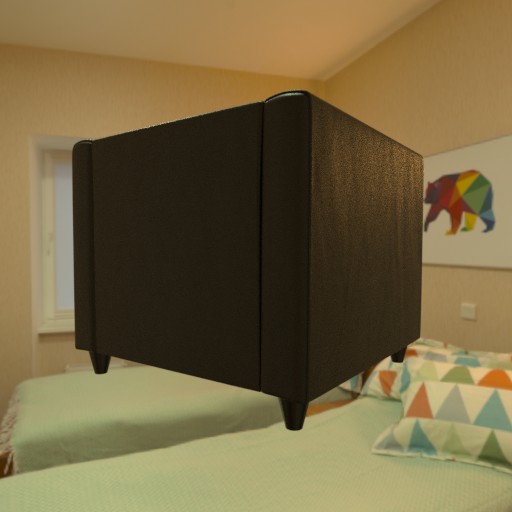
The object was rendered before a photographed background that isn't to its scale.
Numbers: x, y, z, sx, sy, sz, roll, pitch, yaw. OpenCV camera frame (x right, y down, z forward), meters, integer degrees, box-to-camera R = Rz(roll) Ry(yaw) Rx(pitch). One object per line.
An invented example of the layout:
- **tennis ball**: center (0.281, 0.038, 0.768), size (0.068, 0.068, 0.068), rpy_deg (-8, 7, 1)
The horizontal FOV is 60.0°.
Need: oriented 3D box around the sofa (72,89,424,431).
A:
- **sofa**: center (0.000, 0.000, 1.439), size (0.839, 0.724, 0.809), rpy_deg (1, 2, 36)
